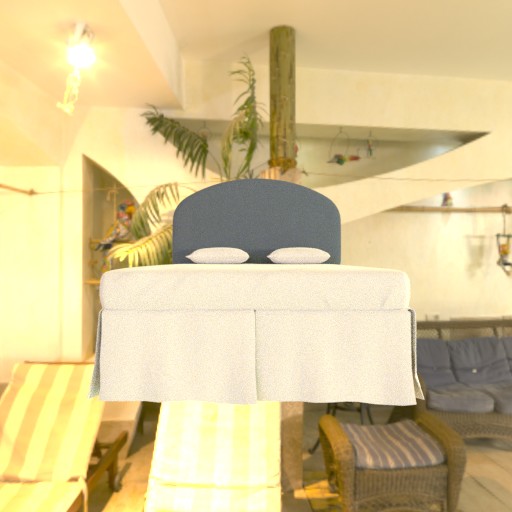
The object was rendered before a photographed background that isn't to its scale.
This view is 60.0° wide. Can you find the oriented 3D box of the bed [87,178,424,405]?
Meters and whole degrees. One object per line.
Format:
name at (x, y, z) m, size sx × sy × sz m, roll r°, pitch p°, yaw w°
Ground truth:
bed at (0.000, 0.000, 3.055) m, size 1.607 × 1.410 × 2.005 m, roll 0°, pitch 0°, yaw 0°
